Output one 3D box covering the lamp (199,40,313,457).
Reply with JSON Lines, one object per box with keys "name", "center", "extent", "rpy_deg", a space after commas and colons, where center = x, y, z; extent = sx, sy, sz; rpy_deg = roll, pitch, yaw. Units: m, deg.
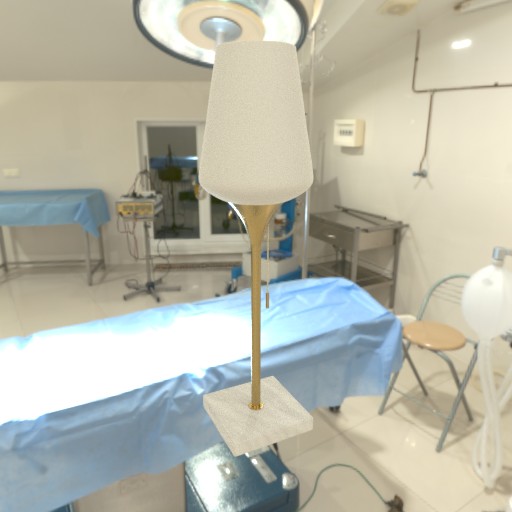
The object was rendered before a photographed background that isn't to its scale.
{"name": "lamp", "center": [0.000, 0.000, 0.741], "extent": [0.181, 0.639, 0.181], "rpy_deg": [-8, 19, -25]}
